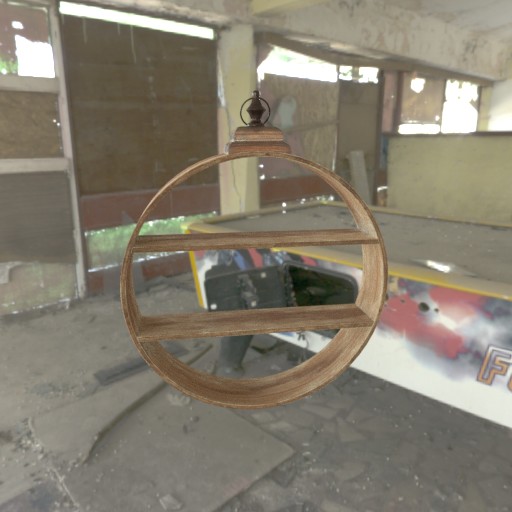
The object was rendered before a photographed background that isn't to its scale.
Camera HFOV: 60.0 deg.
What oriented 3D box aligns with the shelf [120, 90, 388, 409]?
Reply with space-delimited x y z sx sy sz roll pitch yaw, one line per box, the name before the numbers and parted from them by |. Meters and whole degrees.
shelf | 0.000 0.000 1.030 0.601 0.725 0.125 -2 15 -9
